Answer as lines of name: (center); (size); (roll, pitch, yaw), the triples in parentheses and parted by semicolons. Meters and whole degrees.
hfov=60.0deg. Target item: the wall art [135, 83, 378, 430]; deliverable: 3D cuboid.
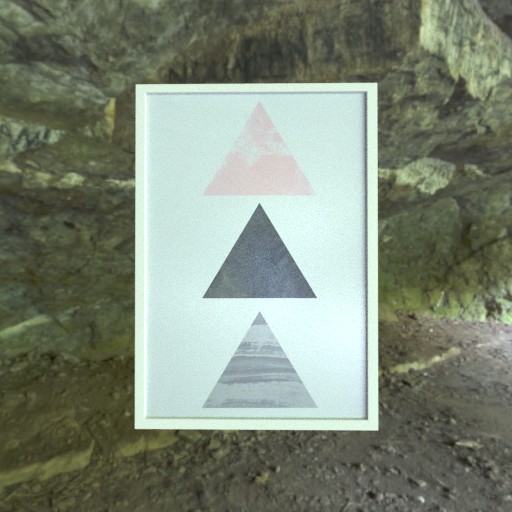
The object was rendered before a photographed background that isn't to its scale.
wall art: (0.000, 0.000, 0.560); (0.303, 0.433, 0.013); (0, -1, 1)
